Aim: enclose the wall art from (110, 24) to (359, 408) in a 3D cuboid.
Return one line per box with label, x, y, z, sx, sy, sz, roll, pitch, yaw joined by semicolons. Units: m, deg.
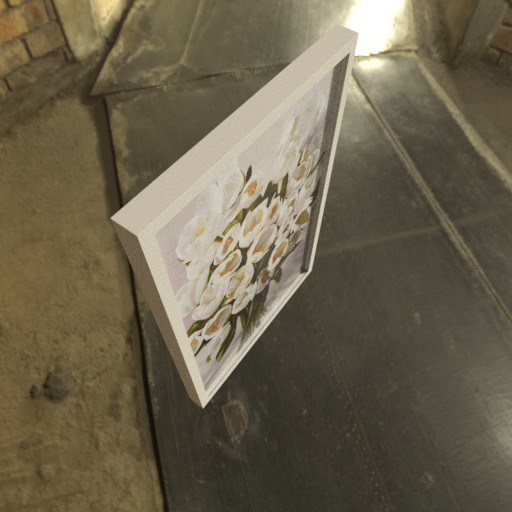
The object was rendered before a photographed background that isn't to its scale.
wall art;0.000;0.000;0.821;0.038;0.657;0.450;32;62;19
